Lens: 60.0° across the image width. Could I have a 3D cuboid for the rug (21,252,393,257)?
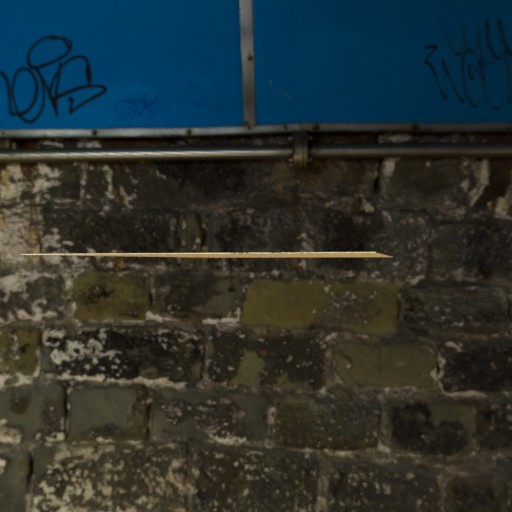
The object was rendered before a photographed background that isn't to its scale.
[{"bbox_3d":[0.000,0.000,4.271,2.438,0.006,3.197,0,-1,19],"label":"rug"}]
